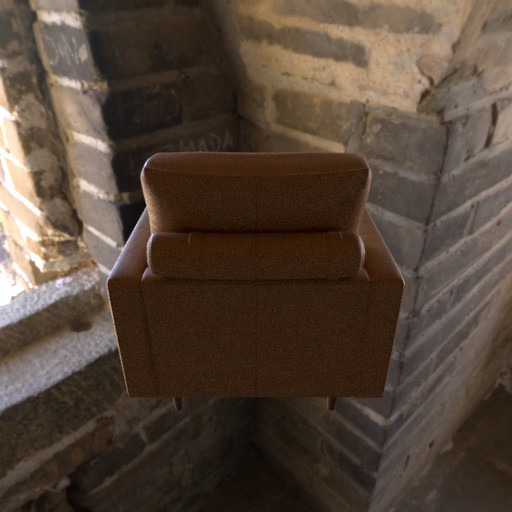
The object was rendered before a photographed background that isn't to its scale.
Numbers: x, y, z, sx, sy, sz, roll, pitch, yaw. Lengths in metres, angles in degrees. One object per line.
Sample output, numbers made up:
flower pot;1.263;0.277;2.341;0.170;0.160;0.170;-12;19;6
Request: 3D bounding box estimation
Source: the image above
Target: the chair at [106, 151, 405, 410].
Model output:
chair;0.000;0.000;1.581;0.831;0.896;0.868;0;29;0
